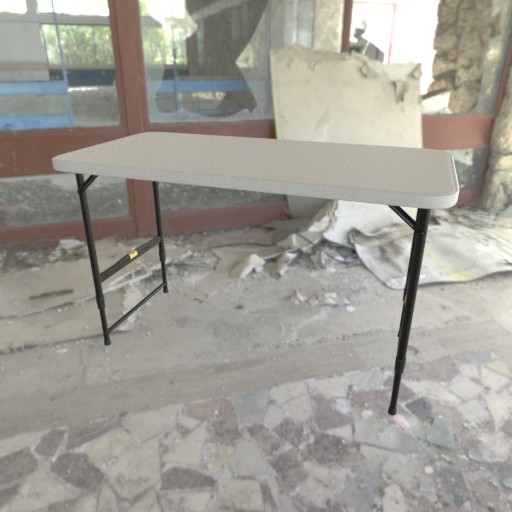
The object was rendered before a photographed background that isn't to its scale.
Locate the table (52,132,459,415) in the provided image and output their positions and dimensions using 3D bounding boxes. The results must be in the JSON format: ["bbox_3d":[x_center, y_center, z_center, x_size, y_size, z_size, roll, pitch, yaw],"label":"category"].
[{"bbox_3d":[0.000,0.000,1.613,1.219,0.737,0.610,9,26,18],"label":"table"}]
